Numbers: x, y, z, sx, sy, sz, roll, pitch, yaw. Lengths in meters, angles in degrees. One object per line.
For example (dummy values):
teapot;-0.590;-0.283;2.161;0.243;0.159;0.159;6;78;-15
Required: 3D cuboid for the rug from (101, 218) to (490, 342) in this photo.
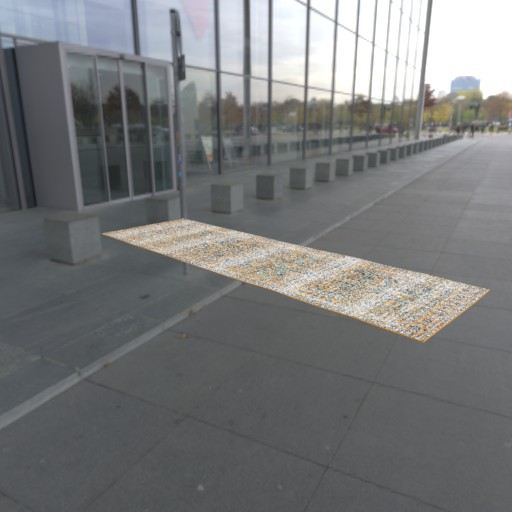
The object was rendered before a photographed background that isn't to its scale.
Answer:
rug;0.000;0.000;2.544;2.294;0.014;0.704;15;22;42
